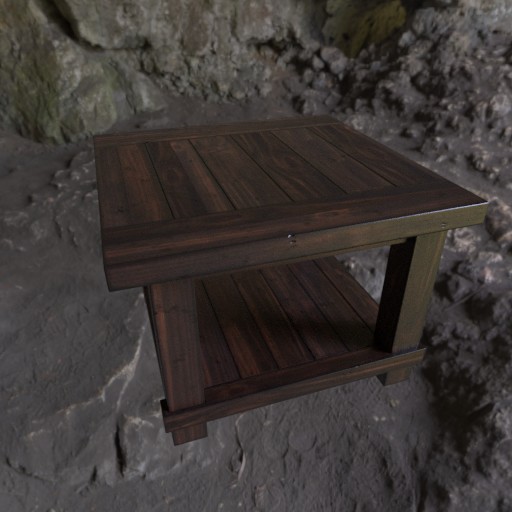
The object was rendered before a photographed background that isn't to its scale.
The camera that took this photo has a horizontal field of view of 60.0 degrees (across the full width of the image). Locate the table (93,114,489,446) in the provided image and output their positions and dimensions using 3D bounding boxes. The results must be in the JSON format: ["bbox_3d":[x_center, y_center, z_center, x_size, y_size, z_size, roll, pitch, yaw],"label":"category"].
[{"bbox_3d":[0.000,0.000,0.994,0.606,0.437,0.593,-10,33,-16],"label":"table"}]
